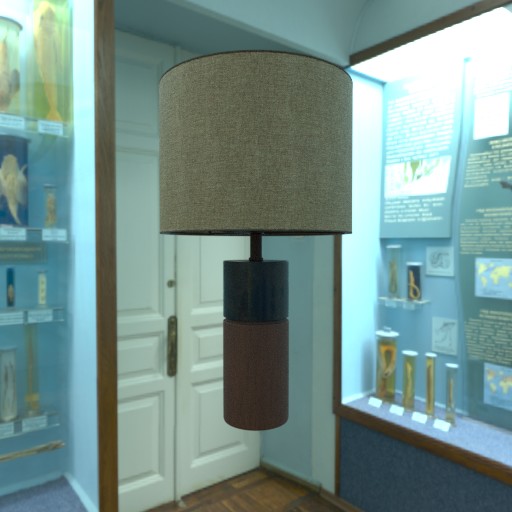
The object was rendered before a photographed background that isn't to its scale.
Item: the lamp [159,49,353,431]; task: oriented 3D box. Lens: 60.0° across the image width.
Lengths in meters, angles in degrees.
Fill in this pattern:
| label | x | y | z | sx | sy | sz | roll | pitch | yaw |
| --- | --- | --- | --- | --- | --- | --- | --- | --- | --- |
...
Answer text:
| label | x | y | z | sx | sy | sz | roll | pitch | yaw |
| --- | --- | --- | --- | --- | --- | --- | --- | --- | --- |
| lamp | 0.000 | 0.000 | 0.475 | 0.202 | 0.350 | 0.202 | 0 | 1 | 0 |
